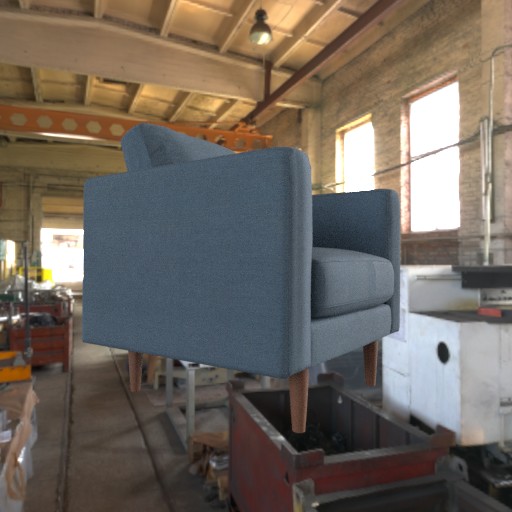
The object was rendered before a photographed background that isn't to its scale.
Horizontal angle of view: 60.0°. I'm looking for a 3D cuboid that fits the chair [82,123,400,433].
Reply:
[{"bbox_3d":[0.000,0.000,1.556,0.820,0.922,0.855,-1,-1,35],"label":"chair"}]
